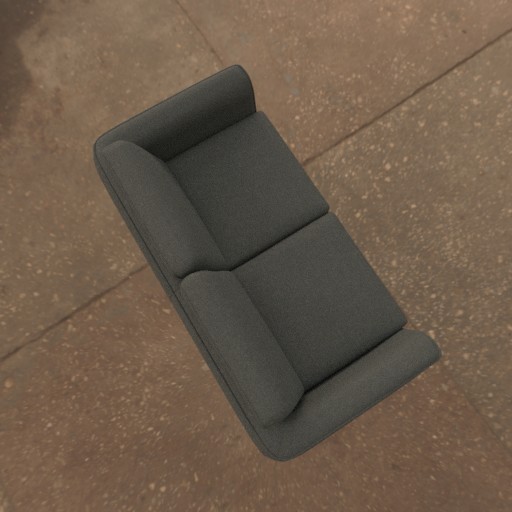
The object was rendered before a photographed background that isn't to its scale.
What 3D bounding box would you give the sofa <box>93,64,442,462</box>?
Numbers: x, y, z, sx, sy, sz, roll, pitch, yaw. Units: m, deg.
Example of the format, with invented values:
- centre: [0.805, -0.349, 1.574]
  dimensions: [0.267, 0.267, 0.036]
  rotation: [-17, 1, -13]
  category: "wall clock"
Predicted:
- centre: [0.000, 0.000, 2.171]
  dimensions: [0.920, 0.850, 1.700]
  rotation: [-31, 79, -7]
  category: "sofa"
